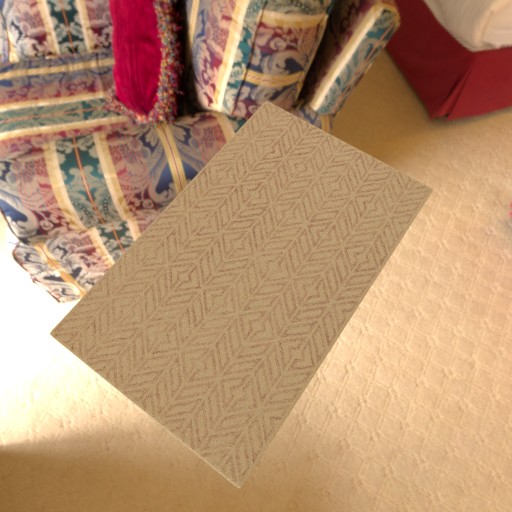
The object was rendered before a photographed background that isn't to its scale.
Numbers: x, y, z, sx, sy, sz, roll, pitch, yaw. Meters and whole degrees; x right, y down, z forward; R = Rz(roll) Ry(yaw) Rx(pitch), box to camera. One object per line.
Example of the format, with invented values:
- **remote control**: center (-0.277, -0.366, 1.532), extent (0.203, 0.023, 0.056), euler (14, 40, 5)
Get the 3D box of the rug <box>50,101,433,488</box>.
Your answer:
- **rug**: center (0.000, 0.000, 3.072), extent (1.523, 0.008, 2.438), euler (33, 69, 14)
